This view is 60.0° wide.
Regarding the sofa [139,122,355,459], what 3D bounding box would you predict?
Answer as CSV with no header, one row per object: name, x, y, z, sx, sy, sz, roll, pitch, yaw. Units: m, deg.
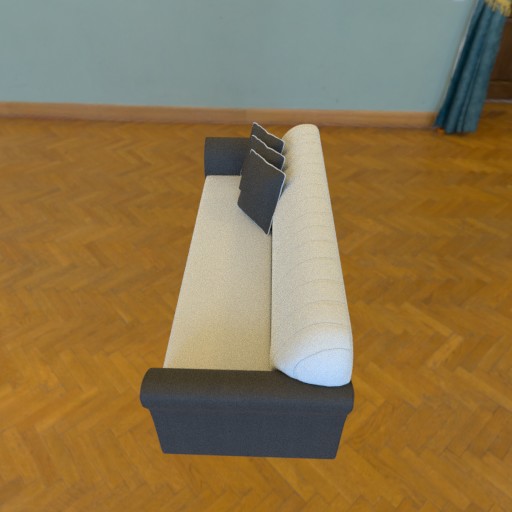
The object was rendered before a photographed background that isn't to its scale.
sofa,0.000,0.000,2.422,0.755,0.787,2.001,1,41,1
